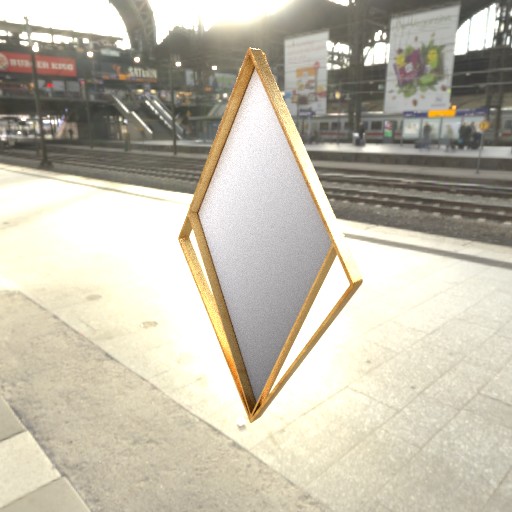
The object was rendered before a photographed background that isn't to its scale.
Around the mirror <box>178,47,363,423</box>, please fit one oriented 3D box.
[{"bbox_3d":[0.000,0.000,0.792,0.419,0.679,0.032,15,21,41],"label":"mirror"}]
